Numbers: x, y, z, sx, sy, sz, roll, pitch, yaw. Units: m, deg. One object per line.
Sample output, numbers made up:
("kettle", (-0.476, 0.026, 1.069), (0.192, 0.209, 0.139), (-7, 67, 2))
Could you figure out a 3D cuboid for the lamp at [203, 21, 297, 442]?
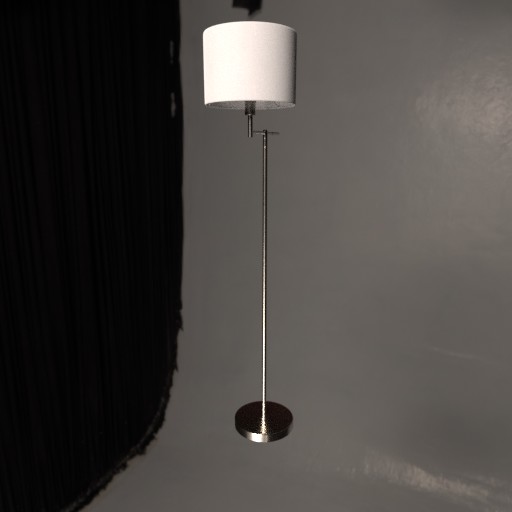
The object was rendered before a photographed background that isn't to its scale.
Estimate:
("lamp", (0.000, 0.000, 1.763), (0.324, 1.600, 0.416), (7, 15, 26))
